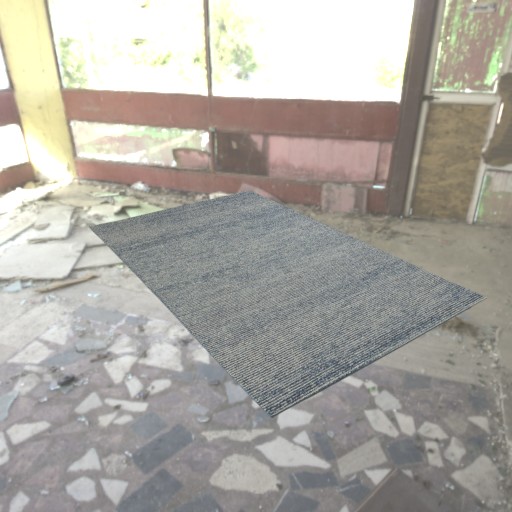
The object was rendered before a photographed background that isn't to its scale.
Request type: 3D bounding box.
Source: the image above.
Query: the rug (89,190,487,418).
[{"bbox_3d":[0.000,0.000,2.225,1.145,0.021,1.777,-17,31,-31],"label":"rug"}]
